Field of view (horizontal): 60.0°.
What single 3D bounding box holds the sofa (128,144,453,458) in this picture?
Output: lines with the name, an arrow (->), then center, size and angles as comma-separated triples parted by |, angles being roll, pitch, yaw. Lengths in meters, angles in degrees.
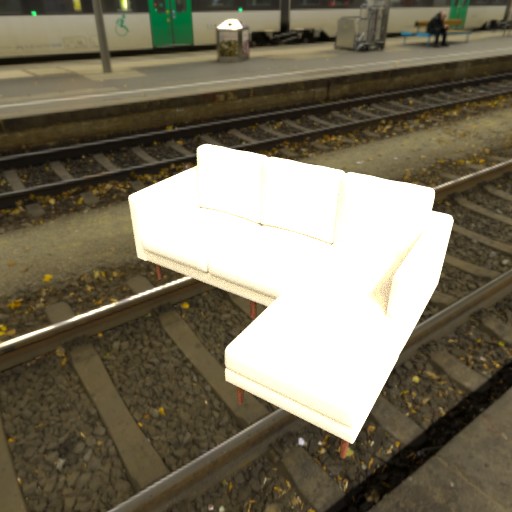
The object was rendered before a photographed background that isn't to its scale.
sofa -> 0.000, 0.000, 2.862 | 2.029, 0.899, 1.580 | 18, 35, 28
